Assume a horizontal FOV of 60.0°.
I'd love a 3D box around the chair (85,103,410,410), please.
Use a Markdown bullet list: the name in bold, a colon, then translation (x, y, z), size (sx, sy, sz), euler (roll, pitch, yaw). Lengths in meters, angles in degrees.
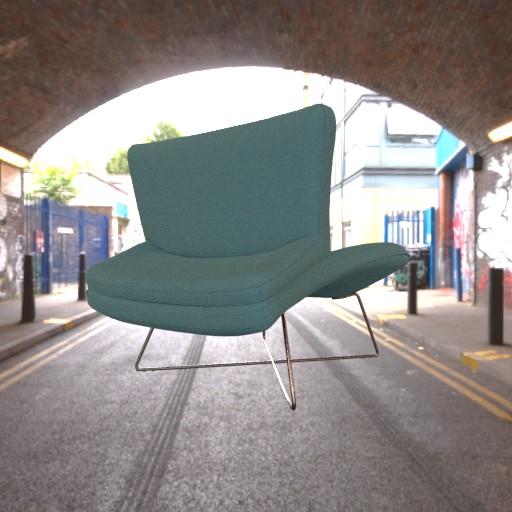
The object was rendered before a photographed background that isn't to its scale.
- **chair**: translation (0.000, 0.000, 1.655), size (0.859, 0.855, 1.008), euler (1, 1, 36)
